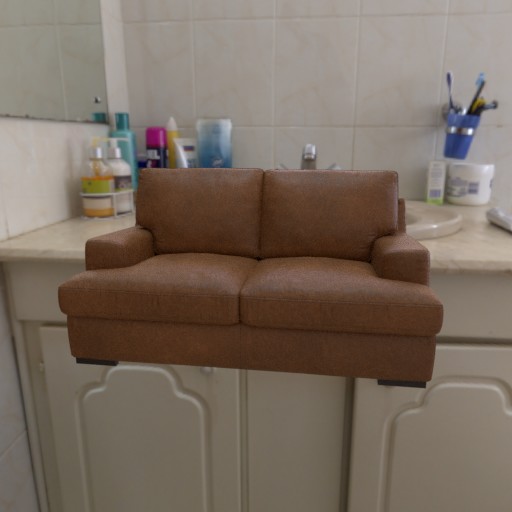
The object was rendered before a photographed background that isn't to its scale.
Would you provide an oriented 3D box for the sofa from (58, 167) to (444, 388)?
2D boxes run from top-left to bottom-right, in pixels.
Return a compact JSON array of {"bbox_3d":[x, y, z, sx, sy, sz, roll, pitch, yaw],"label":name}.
[{"bbox_3d":[0.000,0.000,2.561,1.880,0.966,1.144,2,14,8],"label":"sofa"}]
